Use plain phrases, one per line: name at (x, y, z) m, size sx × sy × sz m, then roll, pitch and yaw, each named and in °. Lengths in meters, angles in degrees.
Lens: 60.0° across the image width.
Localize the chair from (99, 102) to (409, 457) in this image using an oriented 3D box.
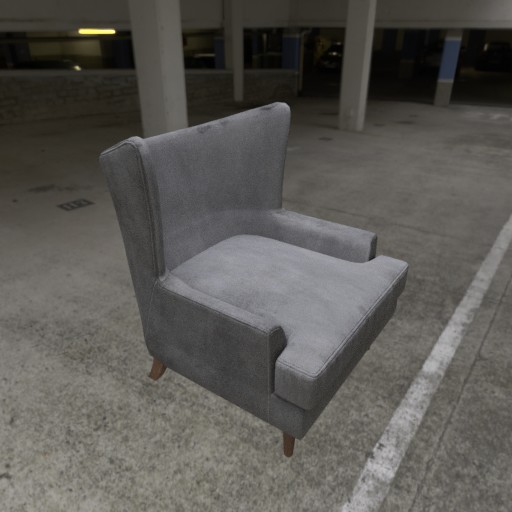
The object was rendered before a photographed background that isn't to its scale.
chair at (0.000, 0.000, 1.609) m, size 0.906 × 0.950 × 0.784 m, roll 18°, pitch 33°, yaw 31°
